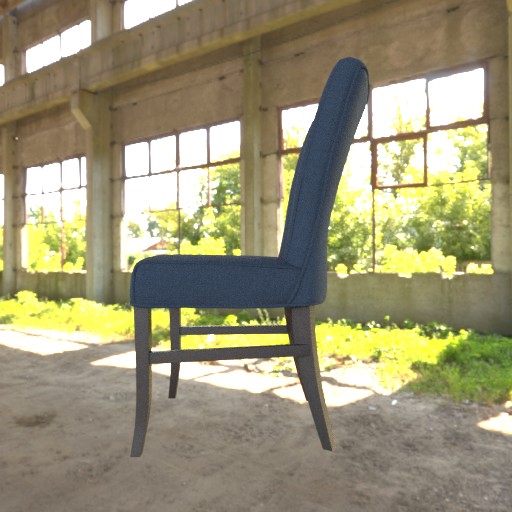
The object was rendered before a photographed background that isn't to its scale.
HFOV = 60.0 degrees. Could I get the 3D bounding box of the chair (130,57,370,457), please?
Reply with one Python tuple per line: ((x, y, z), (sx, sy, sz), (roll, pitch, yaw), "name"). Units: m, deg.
((0.000, 0.000, 1.335), (0.660, 0.991, 0.520), (0, -1, 0), "chair")
